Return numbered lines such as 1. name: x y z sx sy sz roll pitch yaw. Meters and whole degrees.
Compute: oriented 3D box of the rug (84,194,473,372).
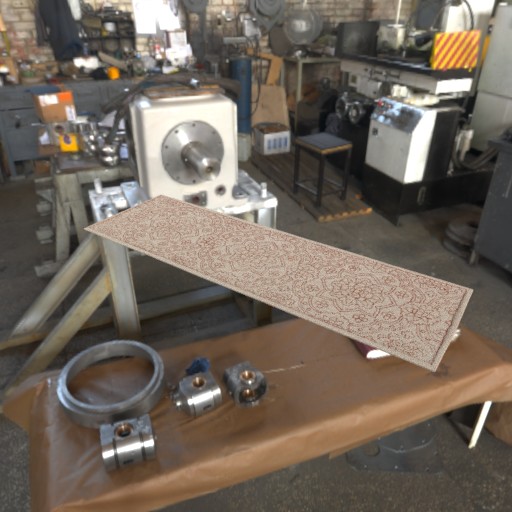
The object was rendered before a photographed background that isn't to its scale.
1. rug: 0.000 0.000 2.811 2.448 0.012 0.769 19 35 29
